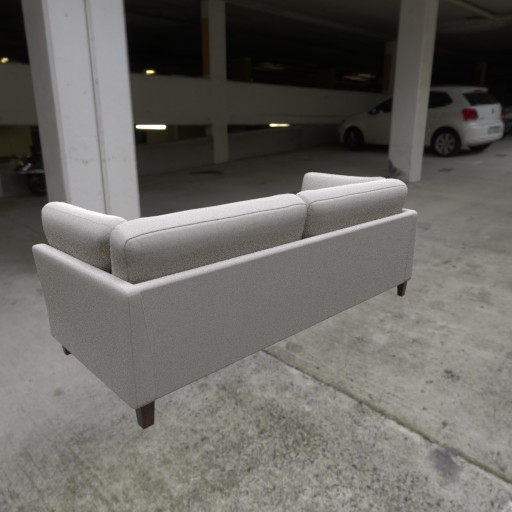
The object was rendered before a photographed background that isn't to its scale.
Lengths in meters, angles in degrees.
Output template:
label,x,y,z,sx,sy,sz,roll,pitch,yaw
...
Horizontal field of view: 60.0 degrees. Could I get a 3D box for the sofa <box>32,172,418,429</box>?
label,x,y,z,sx,sy,sz,roll,pitch,yaw
sofa,0.000,0.000,2.748,2.301,0.863,0.957,-15,23,-41
